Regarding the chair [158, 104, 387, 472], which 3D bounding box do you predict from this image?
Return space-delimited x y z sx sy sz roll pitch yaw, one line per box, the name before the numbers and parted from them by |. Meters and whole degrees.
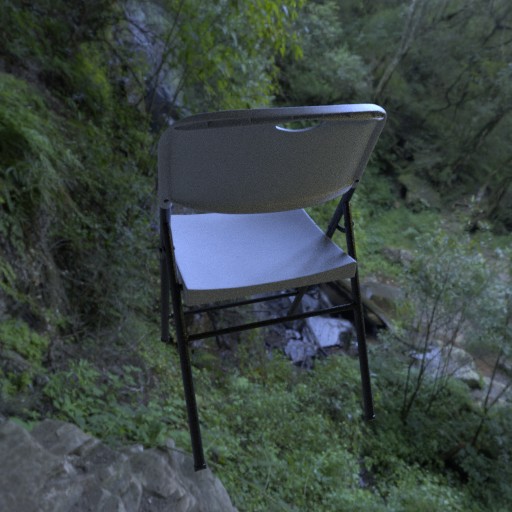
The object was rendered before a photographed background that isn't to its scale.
chair | 0.000 0.000 1.165 0.494 0.810 0.566 -9 27 -17
